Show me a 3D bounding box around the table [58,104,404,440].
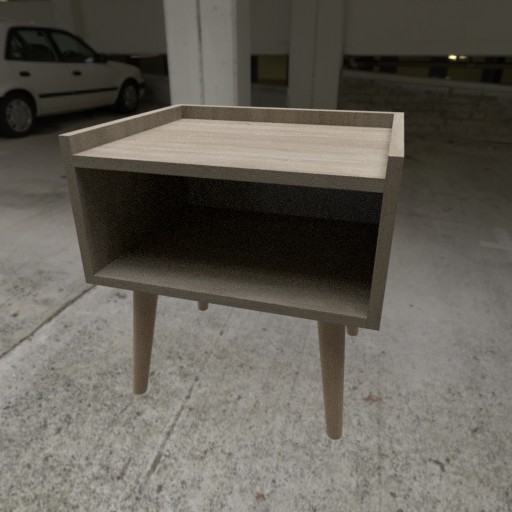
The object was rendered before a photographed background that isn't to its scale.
[{"bbox_3d":[0.000,0.000,0.804,0.450,0.470,0.370,7,26,15],"label":"table"}]
